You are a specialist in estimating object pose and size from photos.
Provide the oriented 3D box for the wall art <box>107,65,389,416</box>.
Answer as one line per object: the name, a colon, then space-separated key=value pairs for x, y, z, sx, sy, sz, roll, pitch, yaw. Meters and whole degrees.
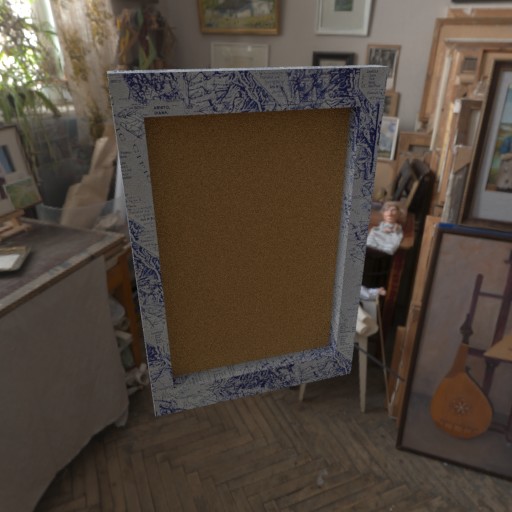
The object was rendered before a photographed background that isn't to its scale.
wall art: x=0.000 y=0.000 z=0.481 sx=0.255 sy=0.376 sz=0.025 roll=-8 pitch=28 yaw=-15
